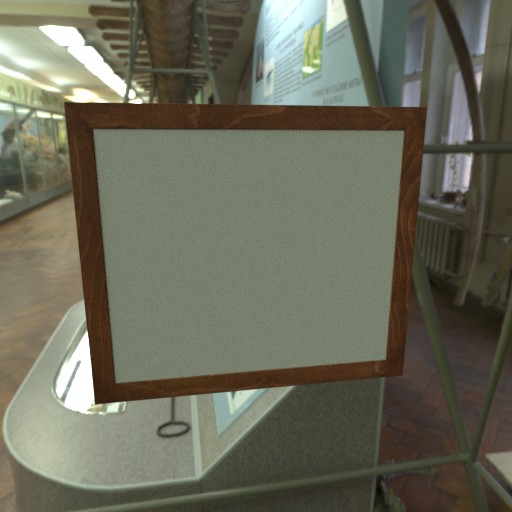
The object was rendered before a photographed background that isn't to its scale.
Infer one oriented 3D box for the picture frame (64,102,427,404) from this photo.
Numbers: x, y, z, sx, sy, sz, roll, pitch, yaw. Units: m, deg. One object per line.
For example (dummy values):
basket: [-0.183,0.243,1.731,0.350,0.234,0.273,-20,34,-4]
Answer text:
picture frame: [0.000,0.000,0.512,0.381,0.330,0.025,-2,15,-10]
